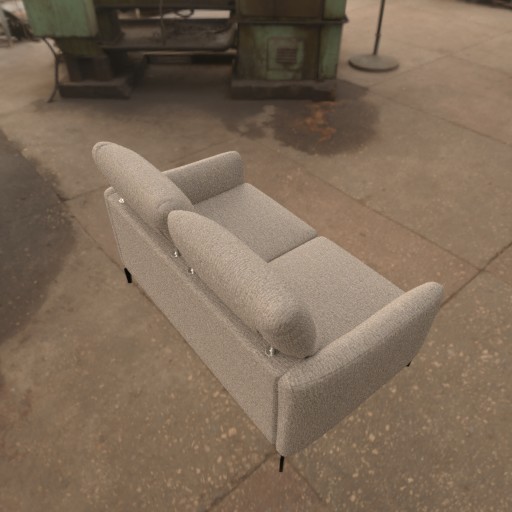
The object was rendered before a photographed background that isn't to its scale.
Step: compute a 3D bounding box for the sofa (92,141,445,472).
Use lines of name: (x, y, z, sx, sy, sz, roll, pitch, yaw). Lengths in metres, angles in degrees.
sofa: (0.000, 0.000, 2.126, 0.905, 0.950, 1.540, -27, 48, -27)
